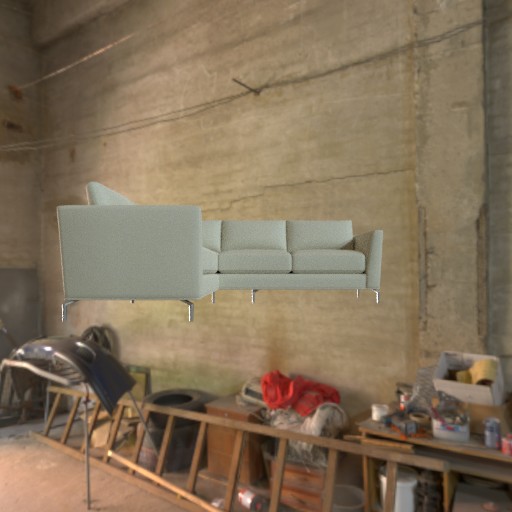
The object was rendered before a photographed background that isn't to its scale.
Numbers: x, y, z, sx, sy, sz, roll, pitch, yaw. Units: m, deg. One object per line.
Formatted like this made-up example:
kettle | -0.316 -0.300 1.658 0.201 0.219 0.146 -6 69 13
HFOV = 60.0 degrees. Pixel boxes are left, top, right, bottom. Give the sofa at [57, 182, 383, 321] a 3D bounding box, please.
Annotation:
sofa | 0.000 0.000 3.847 2.448 0.867 2.430 0 -2 0
